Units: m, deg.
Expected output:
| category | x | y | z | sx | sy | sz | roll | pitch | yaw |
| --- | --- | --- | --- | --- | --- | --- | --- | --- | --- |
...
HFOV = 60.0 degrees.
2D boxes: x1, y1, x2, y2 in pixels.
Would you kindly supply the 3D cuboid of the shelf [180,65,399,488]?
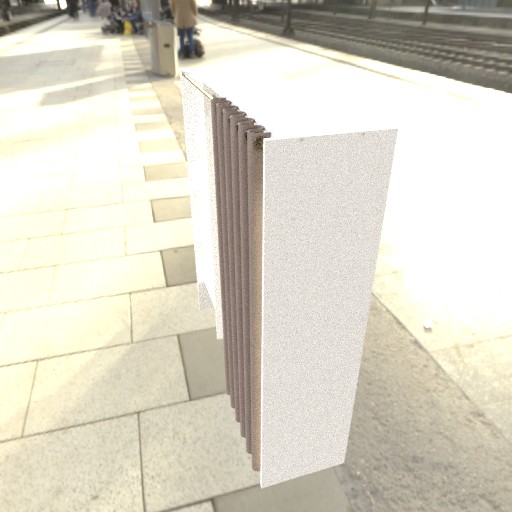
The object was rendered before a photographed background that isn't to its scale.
| category | x | y | z | sx | sy | sz | roll | pitch | yaw |
| --- | --- | --- | --- | --- | --- | --- | --- | --- | --- |
| shelf | 0.000 | 0.000 | 2.549 | 0.500 | 1.820 | 1.600 | -9 | 32 | -15 |
